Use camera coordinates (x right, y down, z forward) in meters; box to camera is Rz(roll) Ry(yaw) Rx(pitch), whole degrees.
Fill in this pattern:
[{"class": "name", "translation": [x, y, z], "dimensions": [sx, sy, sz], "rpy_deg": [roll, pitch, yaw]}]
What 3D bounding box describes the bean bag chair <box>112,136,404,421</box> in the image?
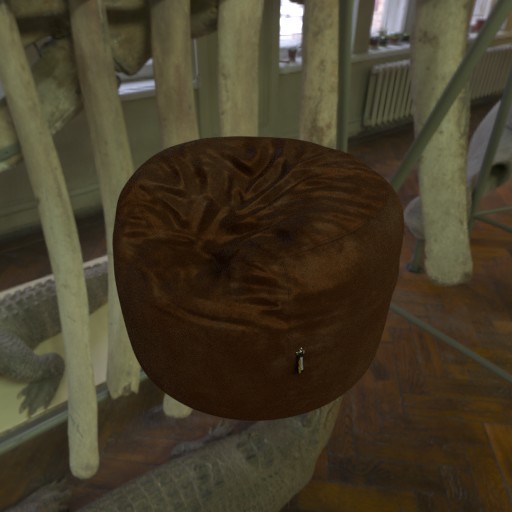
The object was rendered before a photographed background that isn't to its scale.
[{"class": "bean bag chair", "translation": [0.000, 0.000, 1.486], "dimensions": [0.918, 0.616, 0.918], "rpy_deg": [0, 34, 0]}]
